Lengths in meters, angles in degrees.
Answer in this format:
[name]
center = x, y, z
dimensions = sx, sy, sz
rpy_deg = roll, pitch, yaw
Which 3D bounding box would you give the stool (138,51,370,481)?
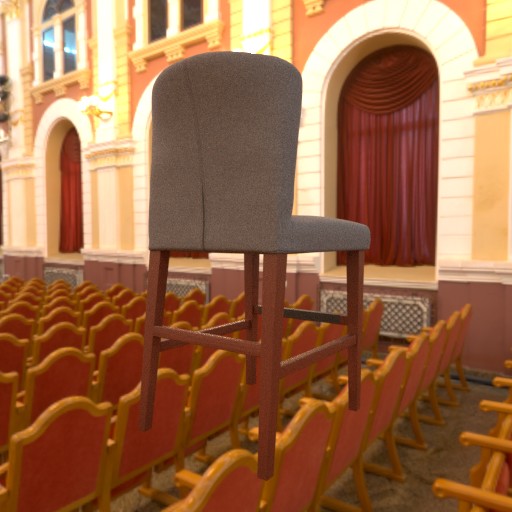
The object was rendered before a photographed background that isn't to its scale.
[stool]
center = 0.000, 0.000, 1.293
dimensions = 0.481, 0.968, 0.568
rpy_deg = 2, 3, 37
